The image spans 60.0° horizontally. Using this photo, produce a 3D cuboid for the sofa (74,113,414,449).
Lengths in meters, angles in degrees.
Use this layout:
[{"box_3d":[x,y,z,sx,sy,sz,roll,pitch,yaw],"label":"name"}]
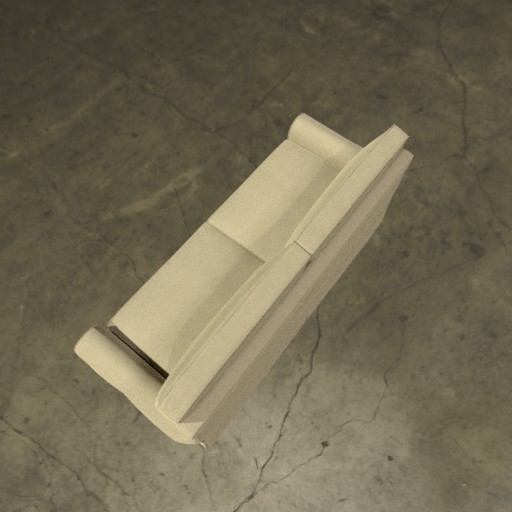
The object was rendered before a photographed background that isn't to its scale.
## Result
[{"box_3d":[0.000,0.000,2.809,0.900,1.014,2.246,35,68,16],"label":"sofa"}]
